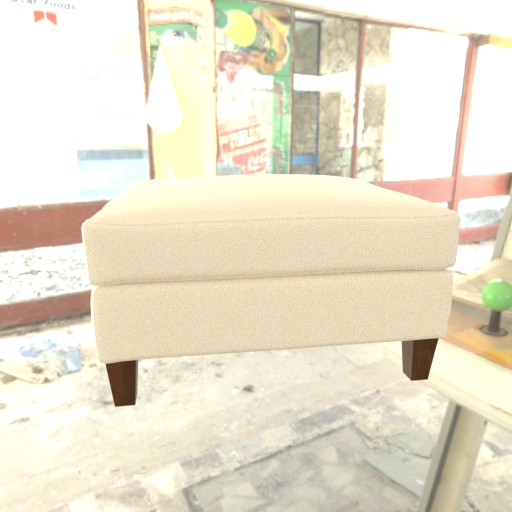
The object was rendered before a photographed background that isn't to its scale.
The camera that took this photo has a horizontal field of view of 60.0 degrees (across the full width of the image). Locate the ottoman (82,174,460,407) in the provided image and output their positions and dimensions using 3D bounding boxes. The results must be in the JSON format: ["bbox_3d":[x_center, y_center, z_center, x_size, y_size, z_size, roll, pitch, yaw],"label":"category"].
[{"bbox_3d":[0.000,0.000,1.363,0.838,0.479,0.838,-2,15,-9],"label":"ottoman"}]
